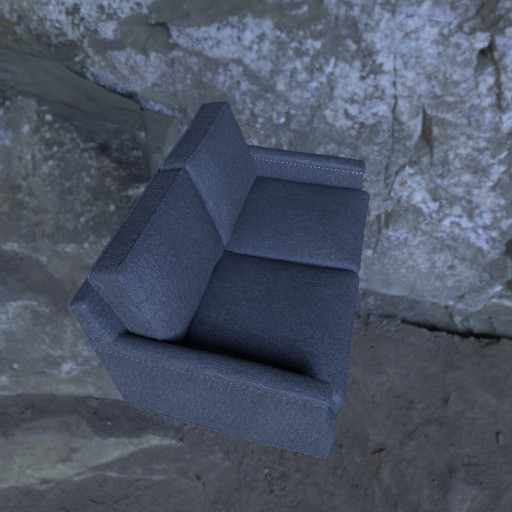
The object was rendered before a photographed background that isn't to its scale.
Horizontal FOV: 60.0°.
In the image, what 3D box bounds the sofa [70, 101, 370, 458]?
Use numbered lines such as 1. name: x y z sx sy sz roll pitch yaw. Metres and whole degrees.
1. sofa: 0.000 0.000 2.304 1.084 1.003 1.597 11 47 10
